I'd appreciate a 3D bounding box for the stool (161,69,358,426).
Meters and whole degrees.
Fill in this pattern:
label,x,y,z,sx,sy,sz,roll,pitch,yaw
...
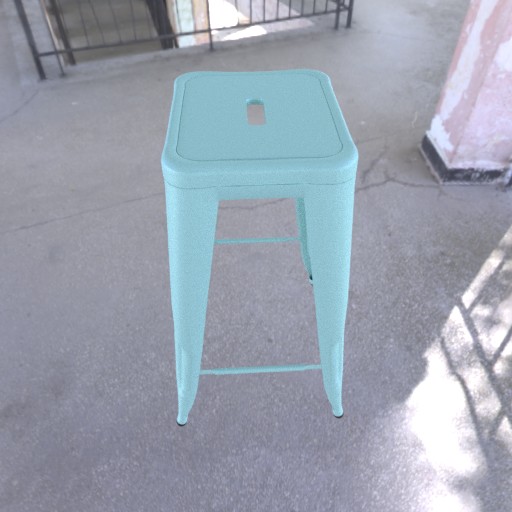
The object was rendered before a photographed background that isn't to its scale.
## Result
label,x,y,z,sx,sy,sz,roll,pitch,yaw
stool,0.000,0.000,0.862,0.359,0.609,0.399,-2,46,-2
